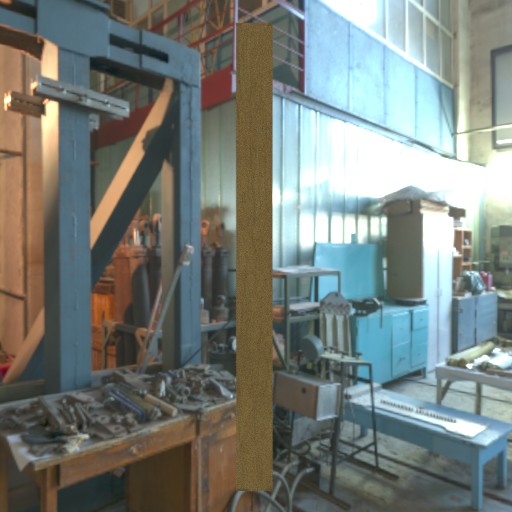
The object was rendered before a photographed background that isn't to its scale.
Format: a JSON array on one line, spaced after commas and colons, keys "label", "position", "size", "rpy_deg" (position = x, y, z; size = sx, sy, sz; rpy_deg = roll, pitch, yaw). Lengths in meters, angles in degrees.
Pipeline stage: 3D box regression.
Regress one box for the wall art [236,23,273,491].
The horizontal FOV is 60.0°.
[{"label": "wall art", "position": [0.000, 0.000, 0.515], "size": [0.030, 0.380, 0.312], "rpy_deg": [0, 1, 0]}]
